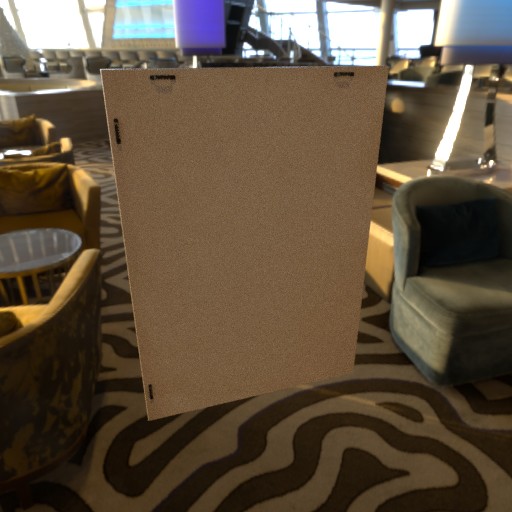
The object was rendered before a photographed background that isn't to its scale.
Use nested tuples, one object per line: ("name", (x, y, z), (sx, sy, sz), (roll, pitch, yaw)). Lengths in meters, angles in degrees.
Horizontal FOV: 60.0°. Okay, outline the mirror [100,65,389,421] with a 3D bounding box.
("mirror", (0.000, 0.000, 0.907), (0.507, 0.710, 0.040), (-8, 26, -17))
